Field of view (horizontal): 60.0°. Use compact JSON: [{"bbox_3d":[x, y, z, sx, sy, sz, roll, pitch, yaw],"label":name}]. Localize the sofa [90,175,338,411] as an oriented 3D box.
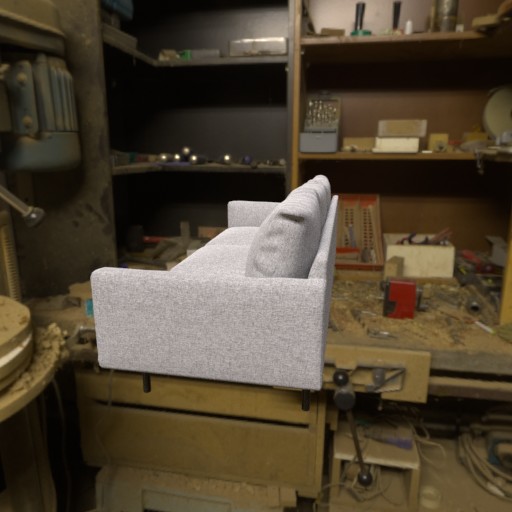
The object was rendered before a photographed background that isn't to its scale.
[{"bbox_3d":[0.000,0.000,2.475,0.850,0.830,2.000,3,15,11],"label":"sofa"}]
